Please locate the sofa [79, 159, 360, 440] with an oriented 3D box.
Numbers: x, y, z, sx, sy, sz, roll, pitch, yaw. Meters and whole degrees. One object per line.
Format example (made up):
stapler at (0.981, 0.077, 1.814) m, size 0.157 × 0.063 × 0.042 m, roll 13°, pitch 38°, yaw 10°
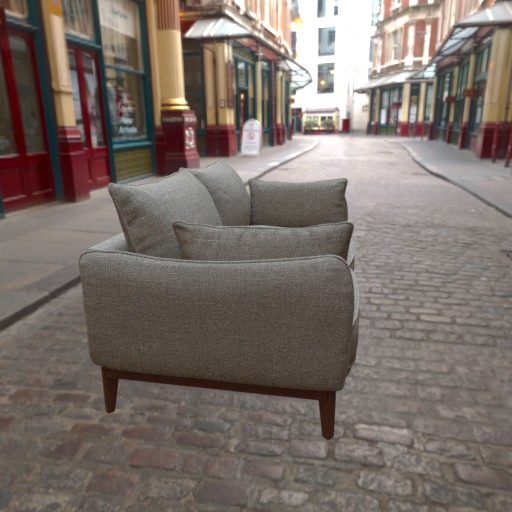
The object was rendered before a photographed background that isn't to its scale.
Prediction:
sofa at (0.000, 0.000, 2.171) m, size 0.972 × 0.851 × 1.580 m, roll 3°, pitch 16°, yaw 10°
